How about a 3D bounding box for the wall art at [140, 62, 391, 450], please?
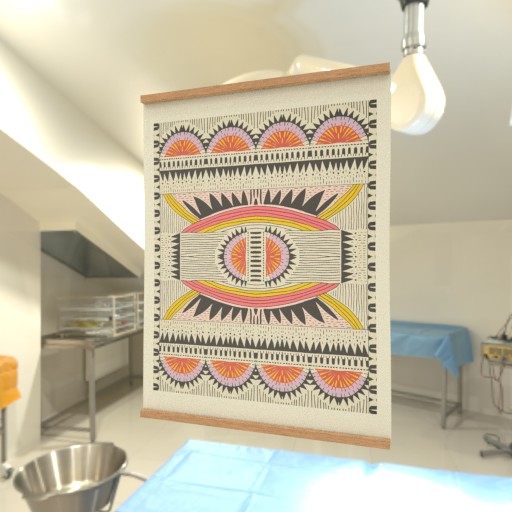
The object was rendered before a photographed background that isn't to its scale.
[{"bbox_3d":[0.000,0.000,0.782,0.456,0.609,0.028,0,0,18],"label":"wall art"}]
